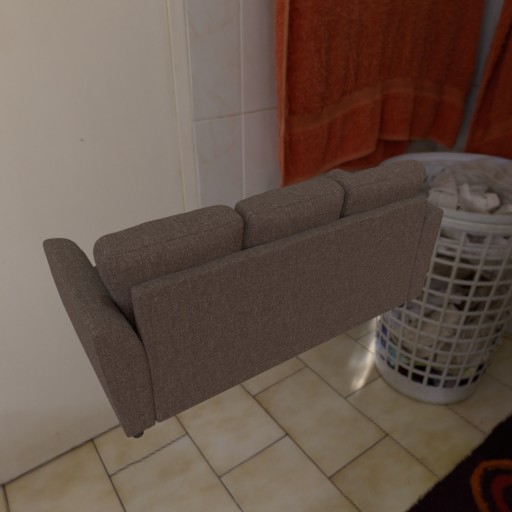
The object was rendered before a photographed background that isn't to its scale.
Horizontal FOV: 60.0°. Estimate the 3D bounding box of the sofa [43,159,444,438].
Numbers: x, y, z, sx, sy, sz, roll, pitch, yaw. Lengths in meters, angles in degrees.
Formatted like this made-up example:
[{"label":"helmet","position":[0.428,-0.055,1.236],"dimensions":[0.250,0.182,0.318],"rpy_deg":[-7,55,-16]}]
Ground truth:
[{"label":"sofa","position":[0.000,0.000,2.280],"dimensions":[1.847,0.891,0.837],"rpy_deg":[-18,35,-29]}]
